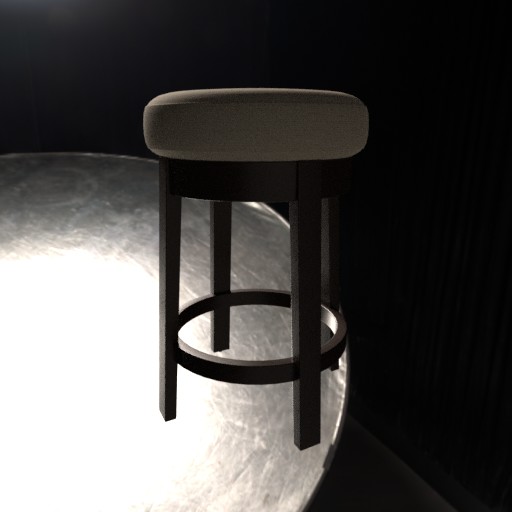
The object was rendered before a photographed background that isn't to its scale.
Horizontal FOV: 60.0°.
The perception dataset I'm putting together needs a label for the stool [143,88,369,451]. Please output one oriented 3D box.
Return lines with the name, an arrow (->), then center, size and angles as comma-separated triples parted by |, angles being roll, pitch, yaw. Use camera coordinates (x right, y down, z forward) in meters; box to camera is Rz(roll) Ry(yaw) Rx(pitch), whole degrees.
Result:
stool -> 0.000, 0.000, 0.945 | 0.449, 0.655, 0.449 | 0, 16, 0
